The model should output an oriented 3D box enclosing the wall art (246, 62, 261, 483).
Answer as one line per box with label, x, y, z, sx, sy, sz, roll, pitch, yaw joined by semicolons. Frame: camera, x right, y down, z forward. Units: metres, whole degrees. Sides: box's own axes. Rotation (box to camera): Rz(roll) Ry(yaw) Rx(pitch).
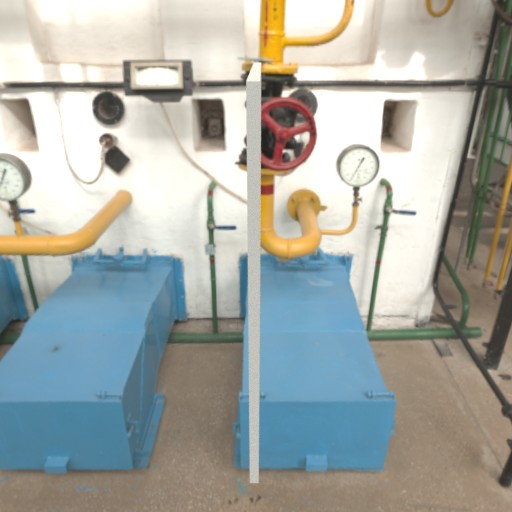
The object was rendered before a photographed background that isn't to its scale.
wall art;0.000;0.000;0.685;0.013;0.533;0.381;0;26;1
